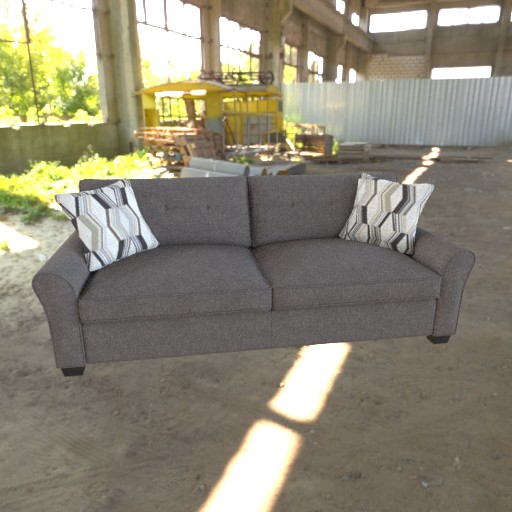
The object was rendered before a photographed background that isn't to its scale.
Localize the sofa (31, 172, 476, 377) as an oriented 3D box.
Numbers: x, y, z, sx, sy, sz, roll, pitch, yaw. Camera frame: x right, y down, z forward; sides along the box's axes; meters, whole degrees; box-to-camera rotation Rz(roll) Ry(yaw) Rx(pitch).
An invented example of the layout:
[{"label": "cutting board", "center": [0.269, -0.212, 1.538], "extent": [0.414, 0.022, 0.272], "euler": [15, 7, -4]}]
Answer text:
[{"label": "sofa", "center": [0.000, 0.000, 2.410], "extent": [2.032, 0.813, 0.889], "euler": [-3, 18, -9]}]
